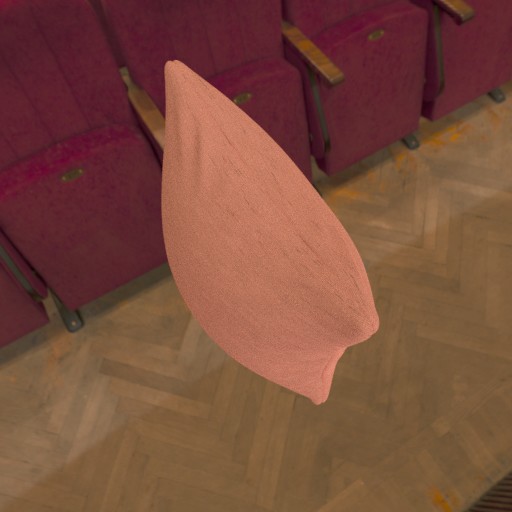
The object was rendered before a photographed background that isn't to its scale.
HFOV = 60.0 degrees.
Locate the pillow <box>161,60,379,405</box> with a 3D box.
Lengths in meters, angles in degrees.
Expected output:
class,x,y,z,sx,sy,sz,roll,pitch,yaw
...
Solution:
class,x,y,z,sx,sy,sz,roll,pitch,yaw
pillow,0.000,0.000,0.670,0.246,0.415,0.432,-28,66,-14
